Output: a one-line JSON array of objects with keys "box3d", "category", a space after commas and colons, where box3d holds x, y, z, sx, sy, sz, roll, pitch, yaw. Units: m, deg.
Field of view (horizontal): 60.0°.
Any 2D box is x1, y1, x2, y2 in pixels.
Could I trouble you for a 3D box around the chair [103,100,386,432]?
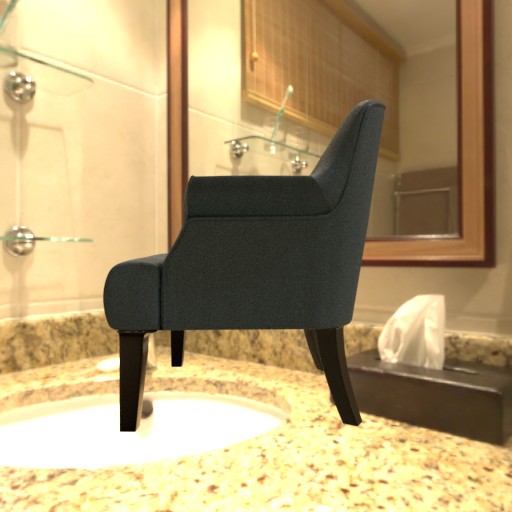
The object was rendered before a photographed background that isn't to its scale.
[{"box3d": [0.000, 0.000, 1.440, 0.754, 0.878, 0.770, 0, 0, 1], "category": "chair"}]
